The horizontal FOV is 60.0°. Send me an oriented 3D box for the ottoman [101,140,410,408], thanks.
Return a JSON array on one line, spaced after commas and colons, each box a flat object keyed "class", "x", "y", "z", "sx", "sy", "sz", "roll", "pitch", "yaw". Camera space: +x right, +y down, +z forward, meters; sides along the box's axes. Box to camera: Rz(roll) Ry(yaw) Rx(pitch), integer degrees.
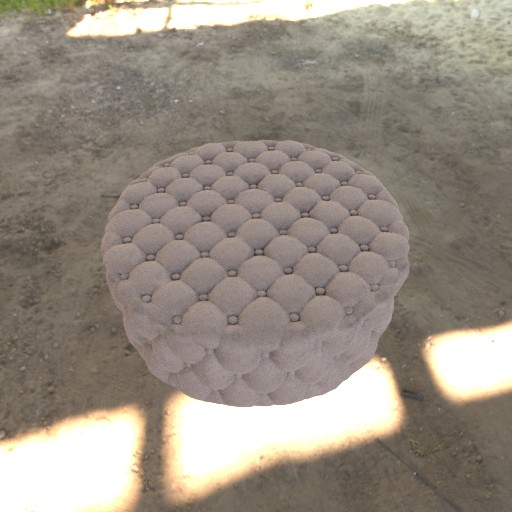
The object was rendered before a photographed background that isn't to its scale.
[{"class": "ottoman", "x": 0.000, "y": 0.000, "z": 1.555, "sx": 0.998, "sy": 0.399, "sz": 0.998, "roll": 0, "pitch": 46, "yaw": 0}]
